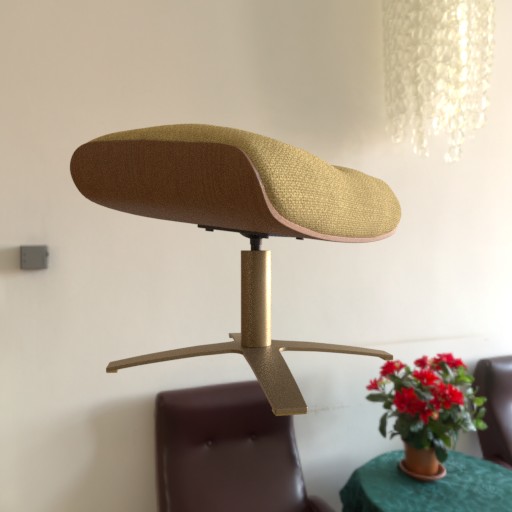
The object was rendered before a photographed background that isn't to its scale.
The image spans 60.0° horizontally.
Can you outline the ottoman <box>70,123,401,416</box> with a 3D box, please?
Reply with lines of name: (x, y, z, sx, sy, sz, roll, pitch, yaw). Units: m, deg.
ottoman: (0.000, 0.000, 0.804, 0.394, 0.391, 0.520, 0, 1, 35)
